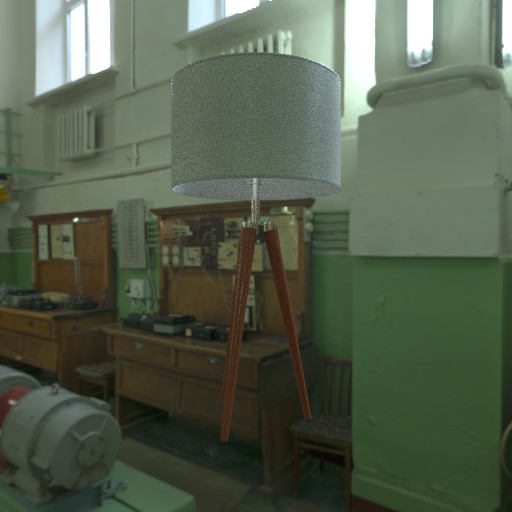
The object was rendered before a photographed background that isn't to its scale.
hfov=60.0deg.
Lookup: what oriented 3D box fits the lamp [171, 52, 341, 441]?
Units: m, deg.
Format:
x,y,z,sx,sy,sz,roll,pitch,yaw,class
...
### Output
x,y,z,sx,sy,sz,roll,pitch,yaw,class
0.000,0.000,0.947,0.355,0.709,0.354,1,1,36,lamp
